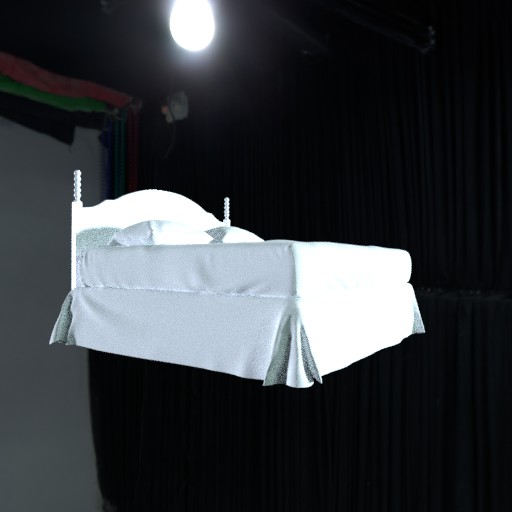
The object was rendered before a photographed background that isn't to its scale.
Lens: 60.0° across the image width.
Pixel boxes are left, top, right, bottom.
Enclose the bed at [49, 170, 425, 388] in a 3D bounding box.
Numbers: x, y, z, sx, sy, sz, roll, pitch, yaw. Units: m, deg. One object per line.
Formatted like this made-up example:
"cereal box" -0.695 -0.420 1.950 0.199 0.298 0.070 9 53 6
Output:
"bed" 0.000 0.000 3.635 2.219 1.355 2.322 -1 -1 36
